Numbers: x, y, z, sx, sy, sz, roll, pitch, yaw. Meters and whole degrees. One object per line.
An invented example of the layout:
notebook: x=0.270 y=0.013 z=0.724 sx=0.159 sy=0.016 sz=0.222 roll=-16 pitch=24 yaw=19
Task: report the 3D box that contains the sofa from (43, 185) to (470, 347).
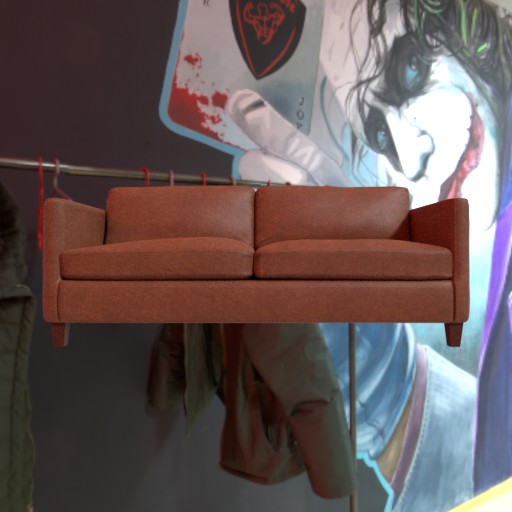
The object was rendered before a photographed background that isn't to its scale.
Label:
sofa: x=0.000 y=0.000 z=2.706 sx=2.204 sy=0.932 sz=0.950 roll=0 pitch=0 yaw=0
